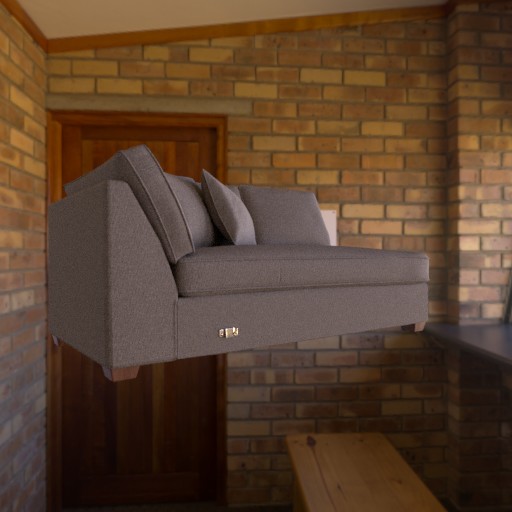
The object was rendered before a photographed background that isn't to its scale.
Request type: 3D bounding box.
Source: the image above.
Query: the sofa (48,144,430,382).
[{"bbox_3d":[0.000,0.000,2.824,2.237,1.033,1.110,0,0,-36],"label":"sofa"}]
